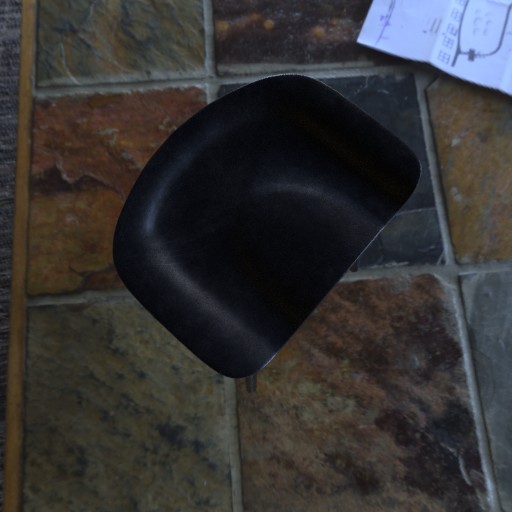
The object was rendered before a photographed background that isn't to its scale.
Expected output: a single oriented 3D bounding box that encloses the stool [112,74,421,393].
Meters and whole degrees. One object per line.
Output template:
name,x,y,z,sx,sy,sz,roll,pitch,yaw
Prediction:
stool,0.000,0.000,0.883,0.361,0.615,0.440,41,79,9
